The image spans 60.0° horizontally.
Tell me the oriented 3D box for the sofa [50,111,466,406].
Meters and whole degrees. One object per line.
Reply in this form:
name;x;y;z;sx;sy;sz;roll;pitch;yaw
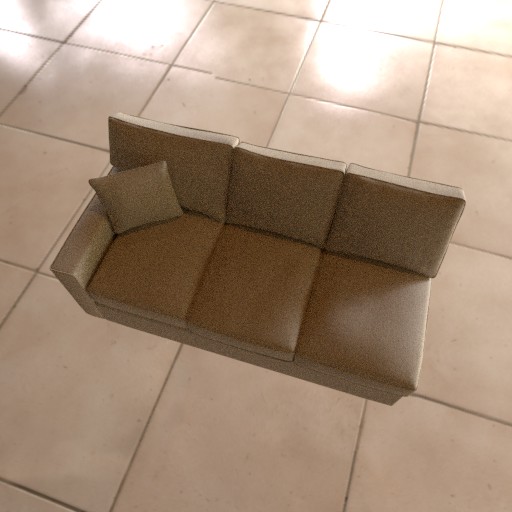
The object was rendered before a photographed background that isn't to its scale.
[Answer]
sofa;0.000;0.000;2.526;1.962;0.946;1.034;15;60;9
